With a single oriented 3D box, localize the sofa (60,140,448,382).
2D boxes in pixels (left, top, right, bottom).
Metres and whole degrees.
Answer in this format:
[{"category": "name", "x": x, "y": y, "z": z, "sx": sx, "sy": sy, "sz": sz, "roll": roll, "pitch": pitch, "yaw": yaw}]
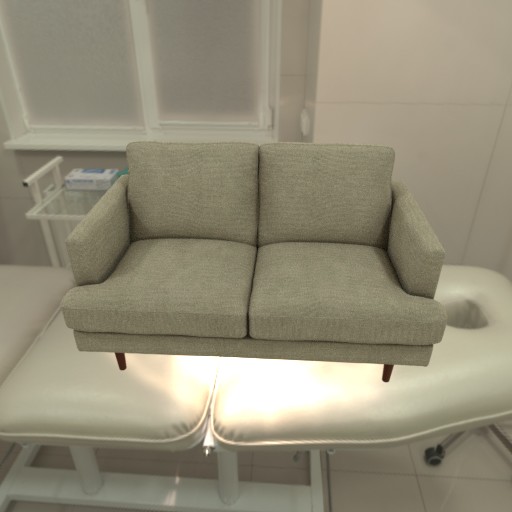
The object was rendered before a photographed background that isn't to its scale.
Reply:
[{"category": "sofa", "x": 0.000, "y": 0.000, "z": 2.144, "sx": 1.582, "sy": 0.944, "sz": 0.903, "roll": 2, "pitch": 31, "yaw": 3}]
